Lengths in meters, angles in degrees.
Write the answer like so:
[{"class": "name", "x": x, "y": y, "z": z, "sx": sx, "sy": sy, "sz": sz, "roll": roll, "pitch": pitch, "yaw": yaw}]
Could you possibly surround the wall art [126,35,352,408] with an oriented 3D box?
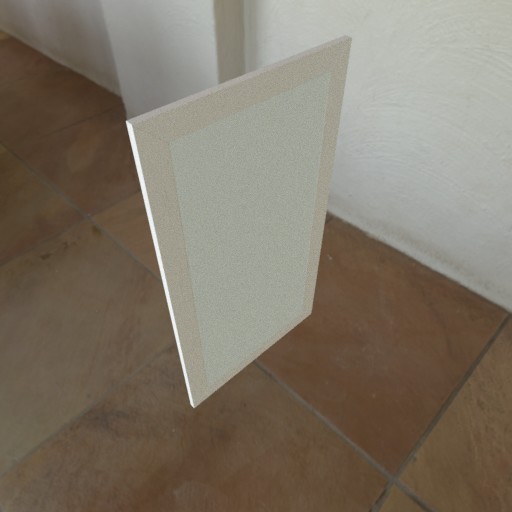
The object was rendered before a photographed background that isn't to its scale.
[{"class": "wall art", "x": 0.000, "y": 0.000, "z": 0.821, "sx": 0.380, "sy": 0.683, "sz": 0.013, "roll": -33, "pitch": 54, "yaw": -28}]
